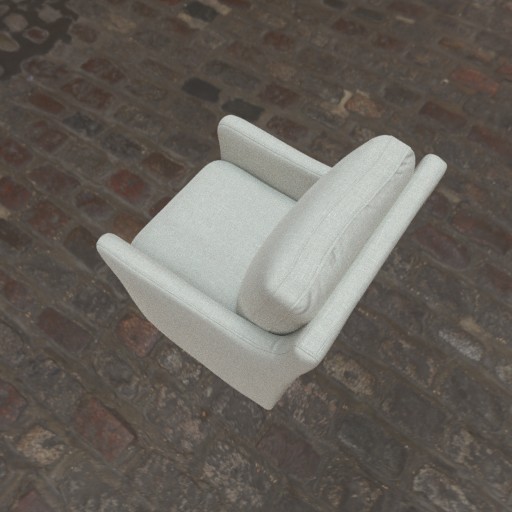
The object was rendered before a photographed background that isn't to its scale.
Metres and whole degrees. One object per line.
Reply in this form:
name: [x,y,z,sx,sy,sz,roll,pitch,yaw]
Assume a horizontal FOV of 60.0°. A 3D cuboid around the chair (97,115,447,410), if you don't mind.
chair: [0.000,0.000,1.361,0.694,0.914,0.626,32,67,16]
